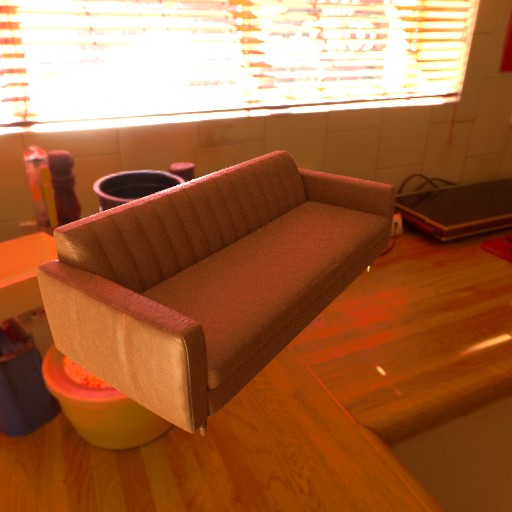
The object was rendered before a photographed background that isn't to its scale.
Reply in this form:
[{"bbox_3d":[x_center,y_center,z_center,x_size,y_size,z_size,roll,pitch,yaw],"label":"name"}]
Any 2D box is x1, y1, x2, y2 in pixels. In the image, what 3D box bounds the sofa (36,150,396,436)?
[{"bbox_3d":[0.000,0.000,2.749,0.990,0.821,2.291,18,31,31],"label":"sofa"}]
